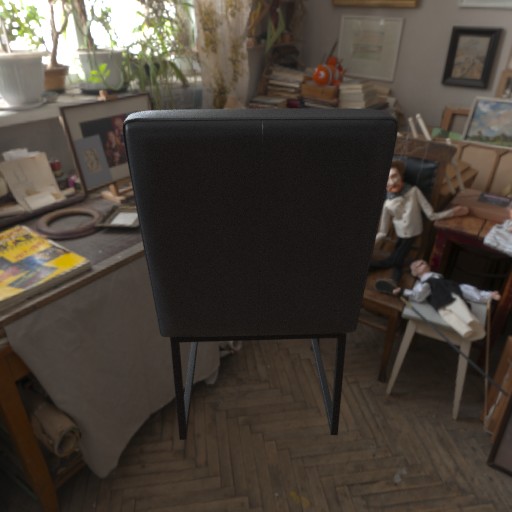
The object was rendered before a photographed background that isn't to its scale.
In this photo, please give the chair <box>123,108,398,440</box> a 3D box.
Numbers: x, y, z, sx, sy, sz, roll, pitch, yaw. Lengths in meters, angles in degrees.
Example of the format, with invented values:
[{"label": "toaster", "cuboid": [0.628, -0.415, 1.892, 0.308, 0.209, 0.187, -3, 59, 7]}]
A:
[{"label": "chair", "cuboid": [0.000, 0.000, 1.286, 0.520, 0.930, 0.634, -1, 30, -2]}]
